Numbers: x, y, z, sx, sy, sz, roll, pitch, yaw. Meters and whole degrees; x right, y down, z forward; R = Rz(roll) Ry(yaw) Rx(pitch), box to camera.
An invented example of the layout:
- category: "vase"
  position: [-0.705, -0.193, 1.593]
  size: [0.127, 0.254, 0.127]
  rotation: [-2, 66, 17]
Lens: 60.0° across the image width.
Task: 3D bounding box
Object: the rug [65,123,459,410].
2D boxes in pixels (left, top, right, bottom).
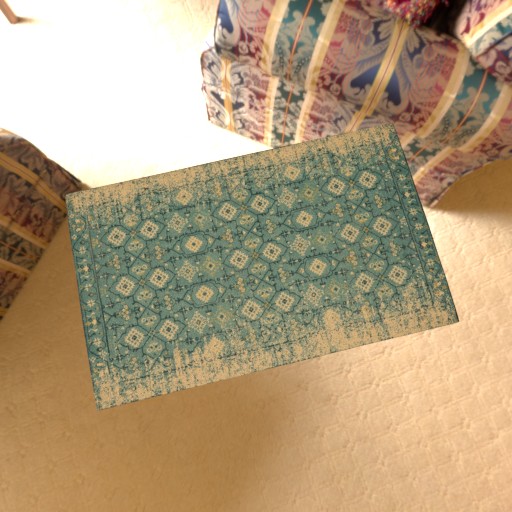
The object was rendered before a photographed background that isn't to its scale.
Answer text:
- category: "rug"
  position: [0.000, 0.000, 2.232]
  size: [1.795, 0.008, 1.102]
  rotation: [-13, 77, -3]
